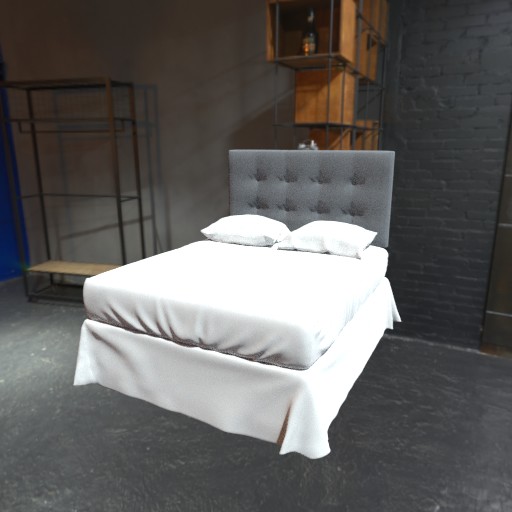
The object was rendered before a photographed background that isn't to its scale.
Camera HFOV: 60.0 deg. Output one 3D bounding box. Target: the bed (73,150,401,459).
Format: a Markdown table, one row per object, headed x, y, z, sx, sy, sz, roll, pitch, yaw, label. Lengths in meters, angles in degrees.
| x | y | z | sx | sy | sz | roll | pitch | yaw | label |
| --- | --- | --- | --- | --- | --- | --- | --- | --- | --- |
| 0.000 | 0.000 | 3.448 | 1.936 | 1.577 | 2.222 | 7 | 16 | 27 | bed |
